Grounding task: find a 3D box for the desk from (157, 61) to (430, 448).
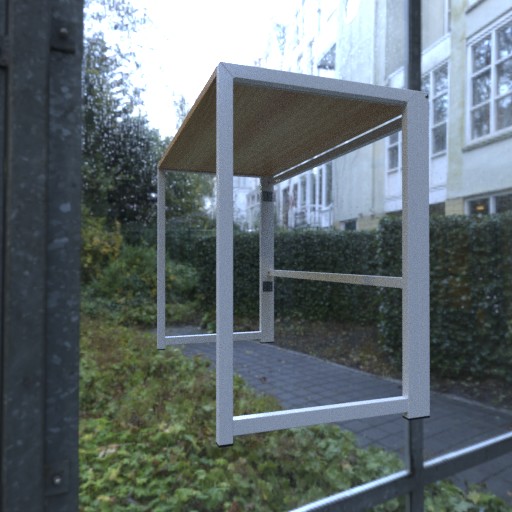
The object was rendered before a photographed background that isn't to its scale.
[{"bbox_3d":[0.000,0.000,1.432,0.508,0.762,1.016,0,-1,-19],"label":"desk"}]
